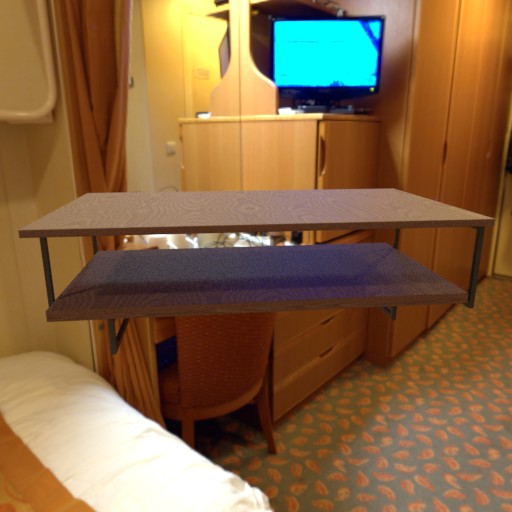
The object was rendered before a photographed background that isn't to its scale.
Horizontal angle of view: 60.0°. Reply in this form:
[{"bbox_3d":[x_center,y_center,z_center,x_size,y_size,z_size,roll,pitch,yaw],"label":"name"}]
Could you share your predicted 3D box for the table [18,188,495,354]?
[{"bbox_3d":[0.000,0.000,1.461,1.197,0.347,0.651,-2,16,-6],"label":"table"}]
